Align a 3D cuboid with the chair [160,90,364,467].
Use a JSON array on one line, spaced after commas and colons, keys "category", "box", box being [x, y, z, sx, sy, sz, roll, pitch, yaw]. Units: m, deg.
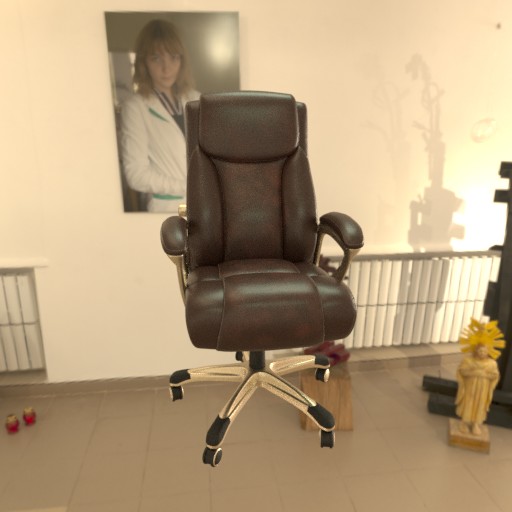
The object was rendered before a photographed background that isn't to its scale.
[{"category": "chair", "box": [0.000, 0.000, 1.624, 0.692, 1.194, 0.749, -2, 16, -8]}]
